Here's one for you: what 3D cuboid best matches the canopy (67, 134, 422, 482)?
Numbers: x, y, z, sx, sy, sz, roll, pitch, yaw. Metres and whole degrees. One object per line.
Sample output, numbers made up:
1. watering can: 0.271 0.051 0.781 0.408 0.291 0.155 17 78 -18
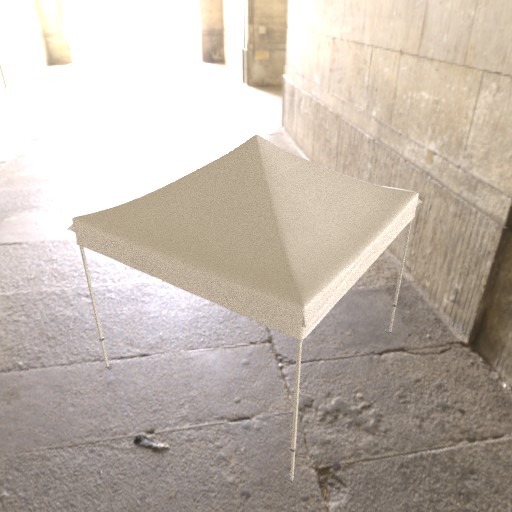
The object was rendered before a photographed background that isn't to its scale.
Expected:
1. canopy: 0.000 0.000 5.493 2.996 2.998 2.994 19 35 30
